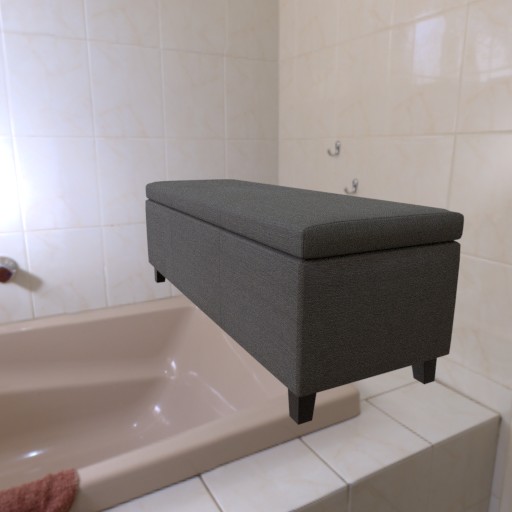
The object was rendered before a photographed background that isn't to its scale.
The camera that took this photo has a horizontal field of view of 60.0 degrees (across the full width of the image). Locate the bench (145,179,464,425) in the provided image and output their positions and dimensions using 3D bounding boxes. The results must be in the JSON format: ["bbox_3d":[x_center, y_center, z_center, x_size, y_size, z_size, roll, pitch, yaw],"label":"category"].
[{"bbox_3d":[0.000,0.000,1.490,0.446,0.438,1.269,-7,15,-26],"label":"bench"}]
